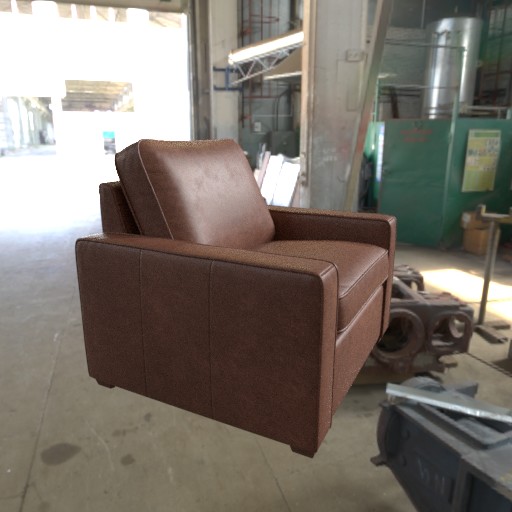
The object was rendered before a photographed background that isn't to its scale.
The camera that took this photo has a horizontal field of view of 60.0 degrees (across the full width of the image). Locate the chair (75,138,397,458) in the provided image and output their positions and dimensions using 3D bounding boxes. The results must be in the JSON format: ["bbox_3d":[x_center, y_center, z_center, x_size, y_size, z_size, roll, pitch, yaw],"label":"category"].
[{"bbox_3d":[0.000,0.000,1.787,0.940,0.919,1.017,8,17,27],"label":"chair"}]
